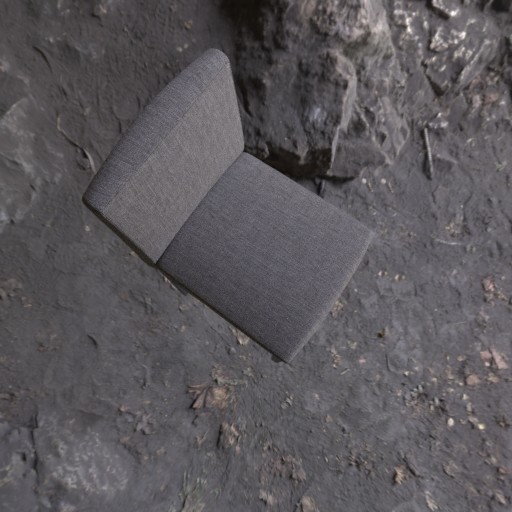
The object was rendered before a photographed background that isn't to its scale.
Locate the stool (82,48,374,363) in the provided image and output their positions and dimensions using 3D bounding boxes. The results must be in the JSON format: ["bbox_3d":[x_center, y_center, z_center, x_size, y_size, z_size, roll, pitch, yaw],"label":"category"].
[{"bbox_3d":[0.000,0.000,1.392,0.552,1.138,0.451,34,78,8],"label":"stool"}]
